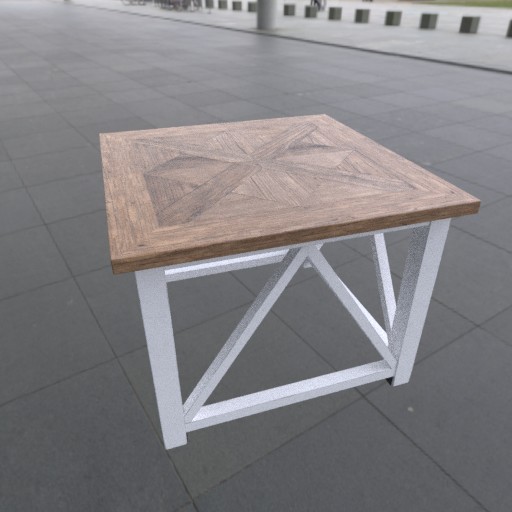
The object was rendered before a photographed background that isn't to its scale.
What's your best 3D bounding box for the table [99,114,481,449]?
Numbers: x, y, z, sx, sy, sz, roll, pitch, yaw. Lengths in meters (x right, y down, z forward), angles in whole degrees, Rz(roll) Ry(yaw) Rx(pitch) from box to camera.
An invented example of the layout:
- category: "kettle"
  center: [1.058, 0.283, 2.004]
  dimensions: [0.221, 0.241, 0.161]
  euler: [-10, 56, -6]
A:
- category: "table"
  center: [0.000, 0.000, 1.196]
  dimensions: [0.700, 0.532, 0.700]
  euler: [-10, 33, -15]
